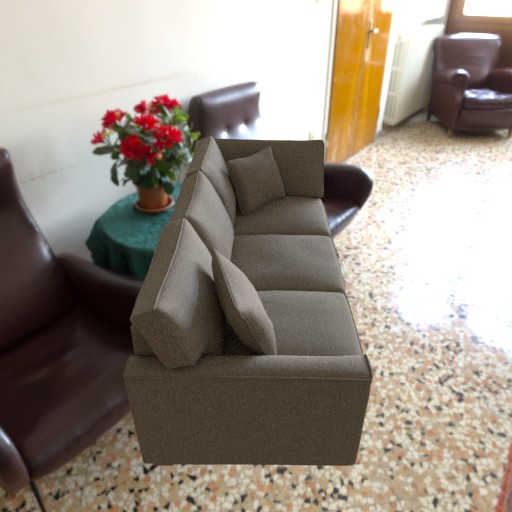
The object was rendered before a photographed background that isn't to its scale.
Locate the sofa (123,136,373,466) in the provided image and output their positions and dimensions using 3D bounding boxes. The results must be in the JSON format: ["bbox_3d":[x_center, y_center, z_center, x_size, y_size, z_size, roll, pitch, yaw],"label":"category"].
[{"bbox_3d":[0.000,0.000,2.811,1.061,0.962,2.317,0,32,0],"label":"sofa"}]
